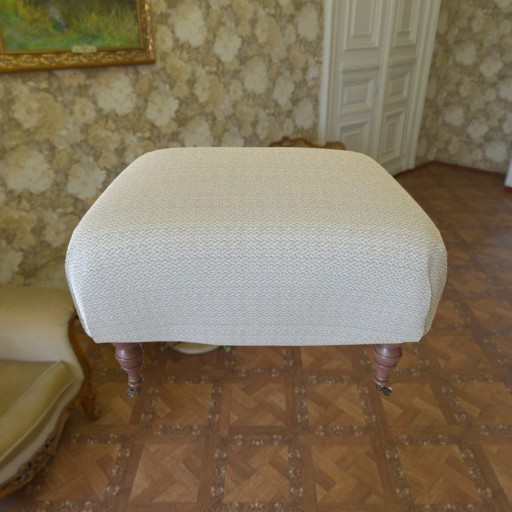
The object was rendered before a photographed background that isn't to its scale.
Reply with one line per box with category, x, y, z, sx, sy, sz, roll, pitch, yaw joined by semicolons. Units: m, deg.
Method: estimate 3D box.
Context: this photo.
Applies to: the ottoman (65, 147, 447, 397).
ottoman;0.000;0.000;1.056;0.684;0.447;0.622;0;27;0
